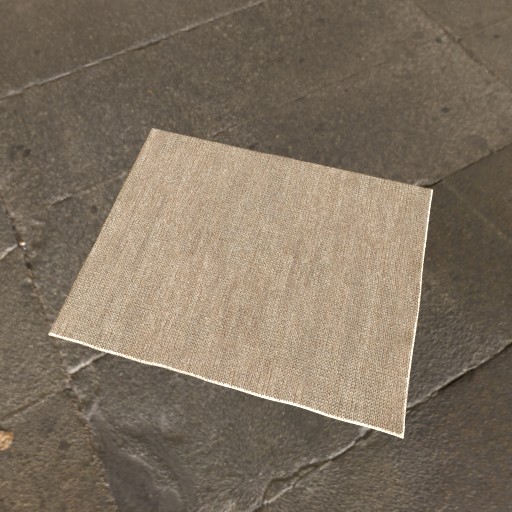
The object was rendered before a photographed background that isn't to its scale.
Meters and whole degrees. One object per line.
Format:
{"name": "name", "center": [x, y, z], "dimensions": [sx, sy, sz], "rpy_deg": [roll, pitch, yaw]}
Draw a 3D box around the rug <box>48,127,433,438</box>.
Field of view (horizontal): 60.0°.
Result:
{"name": "rug", "center": [0.000, 0.000, 4.141], "dimensions": [3.052, 0.030, 2.429], "rpy_deg": [14, 64, 7]}
